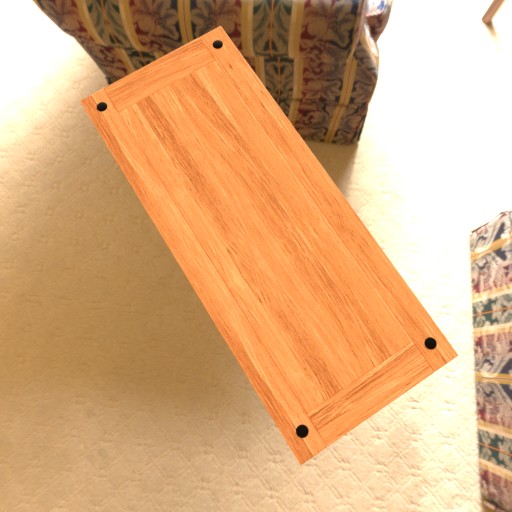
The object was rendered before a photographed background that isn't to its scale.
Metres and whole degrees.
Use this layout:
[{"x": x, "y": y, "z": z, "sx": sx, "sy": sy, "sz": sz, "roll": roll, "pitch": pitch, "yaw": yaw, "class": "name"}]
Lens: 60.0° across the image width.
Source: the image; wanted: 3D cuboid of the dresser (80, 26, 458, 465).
[{"x": 0.000, "y": 0.000, "z": 1.384, "sx": 0.410, "sy": 0.740, "sz": 0.990, "roll": -32, "pitch": 79, "yaw": -7, "class": "dresser"}]
